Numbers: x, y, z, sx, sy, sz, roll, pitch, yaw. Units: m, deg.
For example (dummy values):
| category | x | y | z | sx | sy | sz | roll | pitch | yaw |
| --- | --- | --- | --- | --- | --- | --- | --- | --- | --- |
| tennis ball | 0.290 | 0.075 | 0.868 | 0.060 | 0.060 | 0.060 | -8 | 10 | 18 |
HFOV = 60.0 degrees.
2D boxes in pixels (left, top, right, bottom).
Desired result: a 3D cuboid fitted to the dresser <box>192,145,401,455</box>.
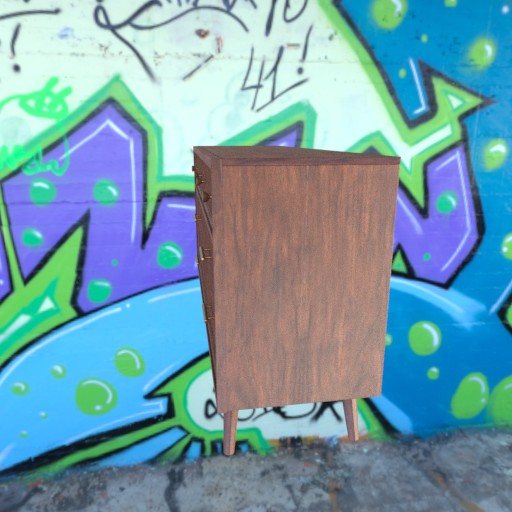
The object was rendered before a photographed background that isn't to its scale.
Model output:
| category | x | y | z | sx | sy | sz | roll | pitch | yaw |
| --- | --- | --- | --- | --- | --- | --- | --- | --- | --- |
| dresser | 0.000 | 0.000 | 1.900 | 0.500 | 0.889 | 1.472 | -2 | 15 | -9 |
